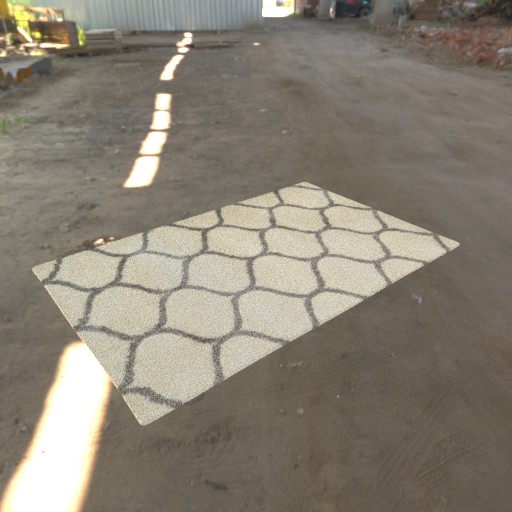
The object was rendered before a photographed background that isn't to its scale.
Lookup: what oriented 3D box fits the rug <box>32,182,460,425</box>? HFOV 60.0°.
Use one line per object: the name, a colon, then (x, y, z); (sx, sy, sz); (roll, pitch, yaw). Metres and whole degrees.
rug: (0.000, 0.000, 2.864); (2.348, 0.024, 1.501); (-22, 37, -33)
